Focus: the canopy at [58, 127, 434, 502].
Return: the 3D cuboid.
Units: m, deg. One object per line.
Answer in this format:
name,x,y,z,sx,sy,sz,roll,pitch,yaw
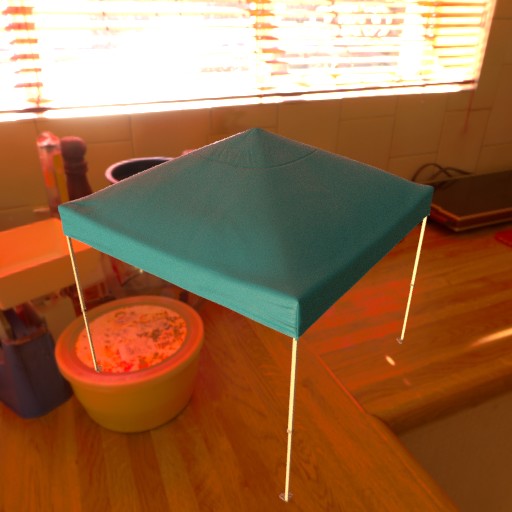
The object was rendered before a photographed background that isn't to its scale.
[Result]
canopy,0.000,0.000,5.254,2.998,2.997,2.996,19,34,32
